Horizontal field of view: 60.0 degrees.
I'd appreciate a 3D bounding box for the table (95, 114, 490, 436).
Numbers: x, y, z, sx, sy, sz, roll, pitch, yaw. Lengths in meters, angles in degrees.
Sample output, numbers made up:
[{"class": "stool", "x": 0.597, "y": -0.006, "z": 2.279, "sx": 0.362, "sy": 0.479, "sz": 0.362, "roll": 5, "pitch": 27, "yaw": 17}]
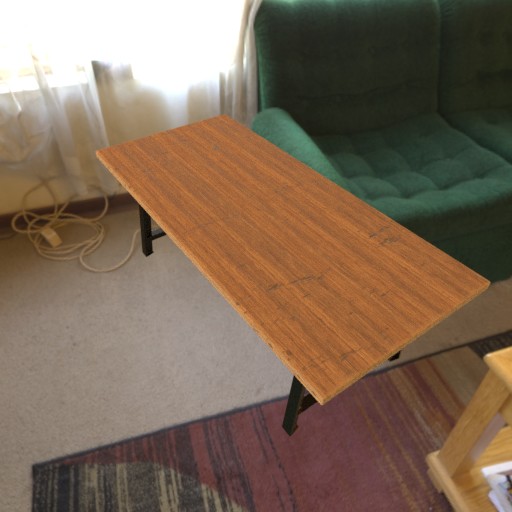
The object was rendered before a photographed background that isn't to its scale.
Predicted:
[{"class": "table", "x": 0.000, "y": 0.000, "z": 2.673, "sx": 1.000, "sy": 0.757, "sz": 2.200, "roll": -25, "pitch": 47, "yaw": -26}]
